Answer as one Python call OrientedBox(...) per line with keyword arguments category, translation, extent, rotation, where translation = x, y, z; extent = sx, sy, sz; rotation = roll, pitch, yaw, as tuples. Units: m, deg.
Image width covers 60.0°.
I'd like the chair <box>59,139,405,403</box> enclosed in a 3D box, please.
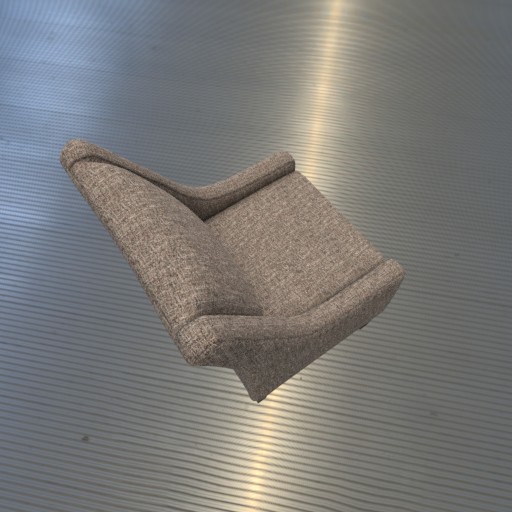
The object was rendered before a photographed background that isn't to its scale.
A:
OrientedBox(category="chair", translation=(0.000, 0.000, 1.641), extent=(0.870, 1.014, 0.774), rotation=(-31, 64, -17))
